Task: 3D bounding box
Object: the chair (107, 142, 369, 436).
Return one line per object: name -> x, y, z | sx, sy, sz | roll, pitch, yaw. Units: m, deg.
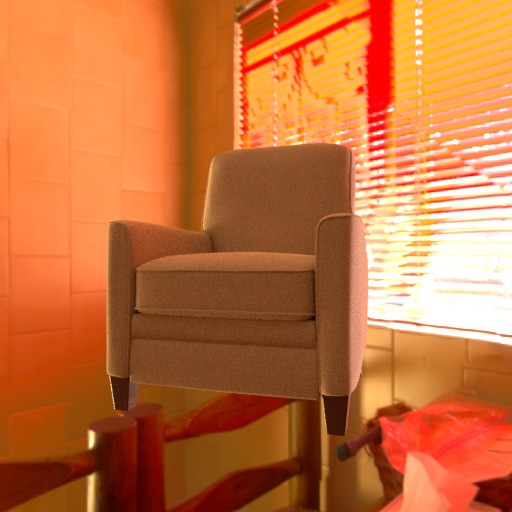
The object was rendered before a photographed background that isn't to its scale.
chair -> 0.000, 0.000, 1.720 | 0.845, 1.023, 0.859 | 0, -1, 17
